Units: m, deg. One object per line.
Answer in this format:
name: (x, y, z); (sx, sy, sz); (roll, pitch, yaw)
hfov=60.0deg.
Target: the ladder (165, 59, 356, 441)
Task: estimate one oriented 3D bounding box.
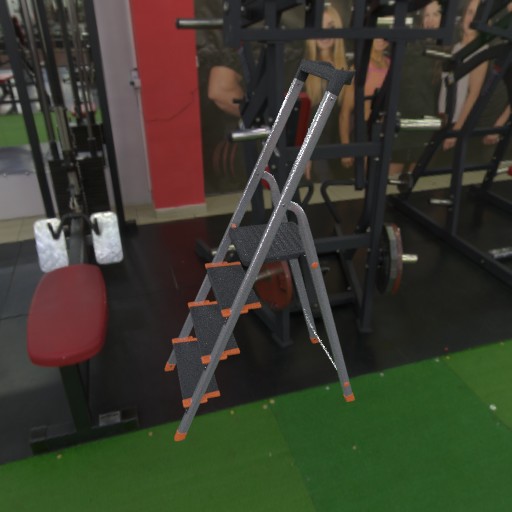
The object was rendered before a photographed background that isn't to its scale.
ladder: (0.000, 0.000, 1.801); (0.834, 1.429, 0.452); (-8, 31, -13)
